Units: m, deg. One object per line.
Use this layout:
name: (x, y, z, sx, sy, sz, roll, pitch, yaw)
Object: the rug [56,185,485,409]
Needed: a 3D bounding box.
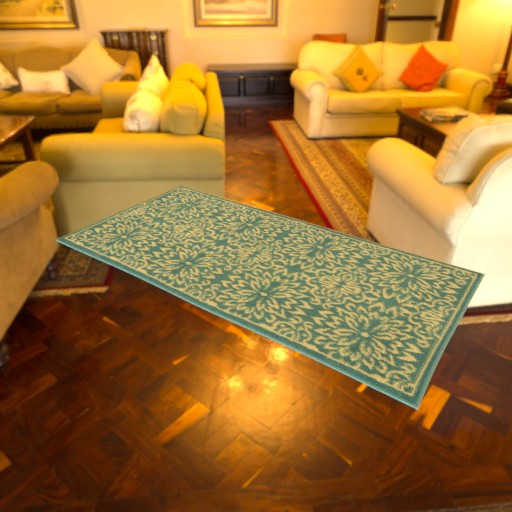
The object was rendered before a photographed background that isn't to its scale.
rug: (0.000, 0.000, 1.392, 1.219, 0.007, 0.604, 20, 36, 30)
